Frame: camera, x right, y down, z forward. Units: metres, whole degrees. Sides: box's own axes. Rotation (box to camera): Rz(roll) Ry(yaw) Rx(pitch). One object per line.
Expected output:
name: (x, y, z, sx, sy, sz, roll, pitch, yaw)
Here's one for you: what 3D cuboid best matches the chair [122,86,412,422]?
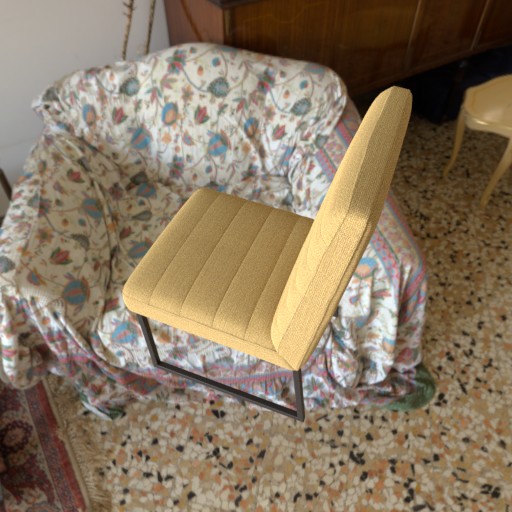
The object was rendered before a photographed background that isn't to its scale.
chair: (0.000, 0.000, 1.309, 0.634, 0.930, 0.520, 16, 49, 14)
